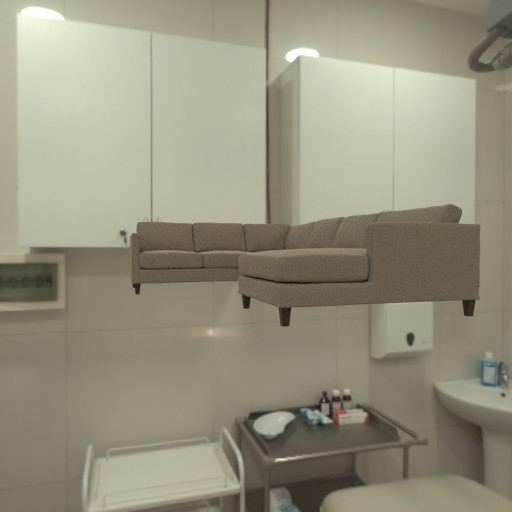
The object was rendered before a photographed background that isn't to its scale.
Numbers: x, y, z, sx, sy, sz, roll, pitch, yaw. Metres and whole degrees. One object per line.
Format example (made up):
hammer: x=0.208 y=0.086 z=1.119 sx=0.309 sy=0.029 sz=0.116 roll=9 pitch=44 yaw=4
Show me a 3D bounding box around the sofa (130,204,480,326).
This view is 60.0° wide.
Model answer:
sofa: x=0.000 y=0.000 z=4.547 sx=2.424 sy=0.865 sz=3.438 roll=0 pitch=1 yaw=-17
